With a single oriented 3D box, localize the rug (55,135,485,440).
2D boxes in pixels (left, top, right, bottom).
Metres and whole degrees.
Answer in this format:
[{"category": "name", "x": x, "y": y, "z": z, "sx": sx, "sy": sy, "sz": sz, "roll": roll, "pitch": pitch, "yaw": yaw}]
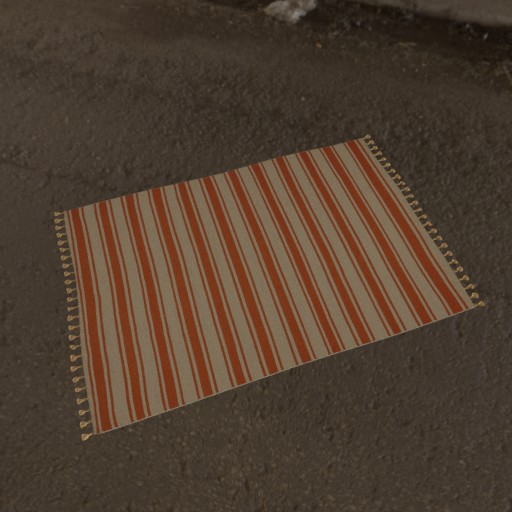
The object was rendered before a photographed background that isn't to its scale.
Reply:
[{"category": "rug", "x": 0.000, "y": 0.000, "z": 2.871, "sx": 2.433, "sy": 0.022, "sz": 1.556, "roll": -16, "pitch": 59, "yaw": -10}]
